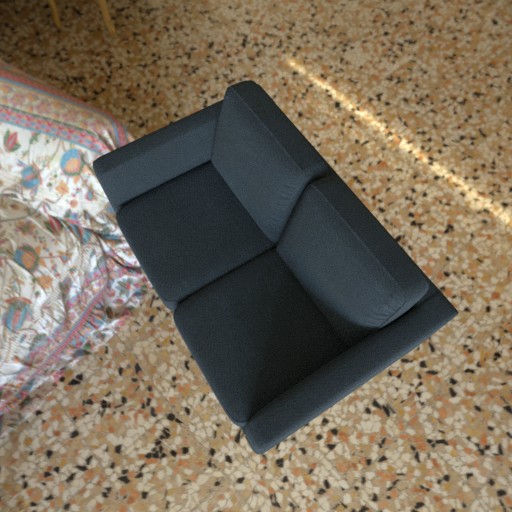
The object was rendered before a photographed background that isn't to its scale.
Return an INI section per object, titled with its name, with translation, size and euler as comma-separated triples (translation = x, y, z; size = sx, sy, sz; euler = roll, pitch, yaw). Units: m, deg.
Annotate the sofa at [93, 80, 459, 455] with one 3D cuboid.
[sofa]
translation = 0.000, 0.000, 2.172
size = 0.999, 0.930, 1.518
euler = -30, 68, -14
